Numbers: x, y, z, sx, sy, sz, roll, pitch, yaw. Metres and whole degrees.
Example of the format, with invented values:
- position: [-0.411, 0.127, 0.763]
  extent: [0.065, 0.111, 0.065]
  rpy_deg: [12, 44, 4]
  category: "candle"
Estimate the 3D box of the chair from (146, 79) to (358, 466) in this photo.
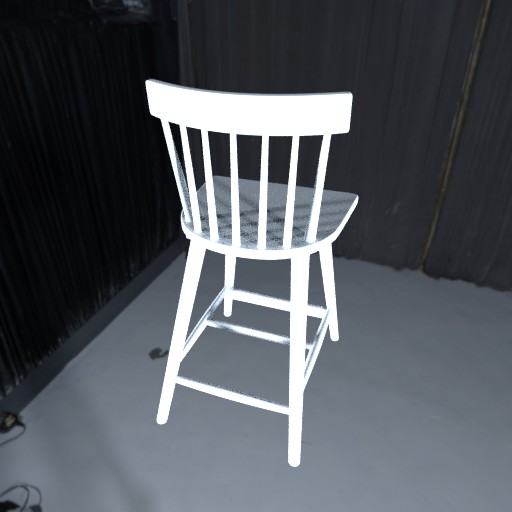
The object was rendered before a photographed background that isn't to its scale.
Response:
- position: [0.000, 0.000, 1.268]
  extent: [0.483, 0.952, 0.572]
  rpy_deg: [10, 32, 17]
  category: "chair"
